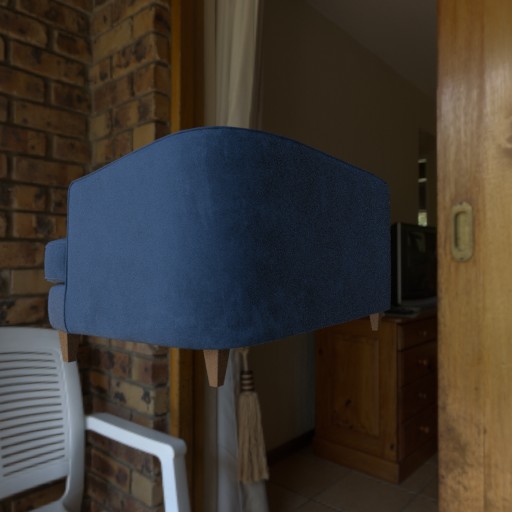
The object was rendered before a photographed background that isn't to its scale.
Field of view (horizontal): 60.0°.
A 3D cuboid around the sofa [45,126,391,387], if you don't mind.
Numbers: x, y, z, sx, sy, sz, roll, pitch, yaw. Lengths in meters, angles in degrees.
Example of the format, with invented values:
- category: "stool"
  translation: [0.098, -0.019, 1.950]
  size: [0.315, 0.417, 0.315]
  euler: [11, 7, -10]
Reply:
- category: "sofa"
  translation: [0.000, 0.000, 2.217]
  size: [0.941, 0.854, 1.733]
  euler: [0, -1, 36]
